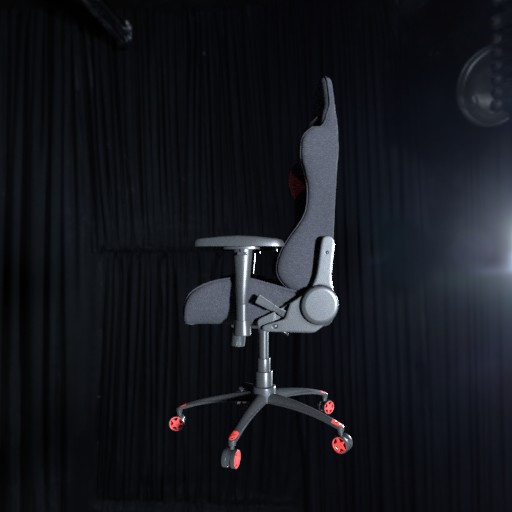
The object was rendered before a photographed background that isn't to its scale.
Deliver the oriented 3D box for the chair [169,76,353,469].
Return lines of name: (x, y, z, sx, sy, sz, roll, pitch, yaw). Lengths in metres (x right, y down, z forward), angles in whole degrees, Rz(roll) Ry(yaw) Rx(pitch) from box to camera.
chair: (0.000, 0.000, 1.703, 0.658, 1.326, 0.695, 0, -1, 1)
